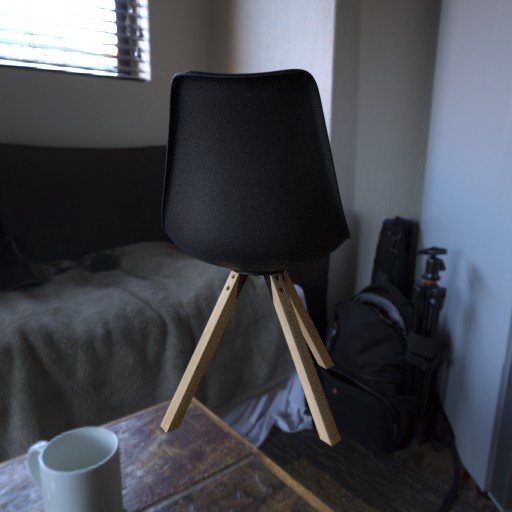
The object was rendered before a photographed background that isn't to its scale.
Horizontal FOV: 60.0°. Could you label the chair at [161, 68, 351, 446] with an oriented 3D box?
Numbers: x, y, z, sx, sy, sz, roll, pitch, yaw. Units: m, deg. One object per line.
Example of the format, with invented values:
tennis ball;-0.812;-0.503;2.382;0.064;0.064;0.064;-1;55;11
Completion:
chair;0.000;0.000;1.179;0.485;0.850;0.549;2;15;7
